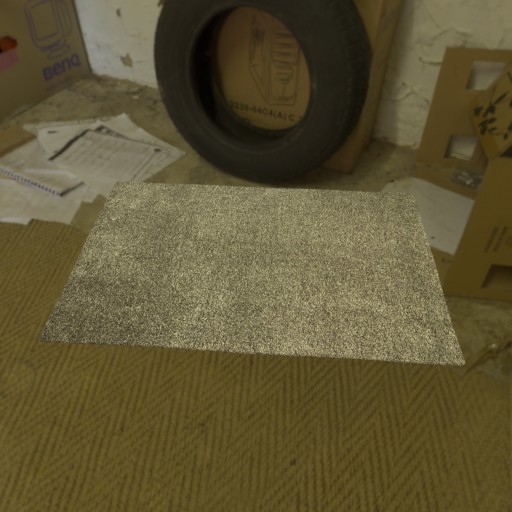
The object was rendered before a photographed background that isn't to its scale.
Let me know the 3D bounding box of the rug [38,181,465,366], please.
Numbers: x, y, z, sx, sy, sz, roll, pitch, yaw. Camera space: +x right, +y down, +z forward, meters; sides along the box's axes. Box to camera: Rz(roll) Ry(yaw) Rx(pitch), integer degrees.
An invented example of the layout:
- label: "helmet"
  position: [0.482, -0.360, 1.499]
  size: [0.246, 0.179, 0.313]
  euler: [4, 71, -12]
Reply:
- label: "rug"
  position: [0.000, 0.000, 2.958]
  size: [2.352, 0.025, 1.501]
  euler: [3, 45, 3]
